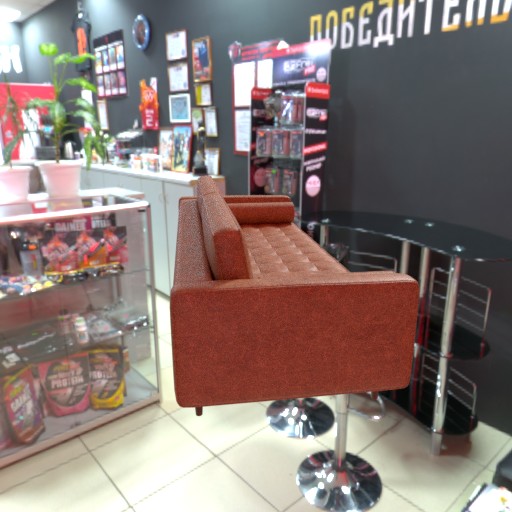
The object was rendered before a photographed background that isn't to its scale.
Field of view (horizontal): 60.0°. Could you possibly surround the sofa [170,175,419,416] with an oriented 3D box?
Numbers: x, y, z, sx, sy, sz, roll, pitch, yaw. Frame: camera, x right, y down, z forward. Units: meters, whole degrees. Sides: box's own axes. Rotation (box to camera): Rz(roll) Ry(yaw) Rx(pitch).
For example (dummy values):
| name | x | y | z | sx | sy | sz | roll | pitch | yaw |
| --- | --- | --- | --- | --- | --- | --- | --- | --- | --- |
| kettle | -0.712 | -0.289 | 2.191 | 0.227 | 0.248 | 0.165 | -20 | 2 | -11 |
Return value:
| name | x | y | z | sx | sy | sz | roll | pitch | yaw |
| --- | --- | --- | --- | --- | --- | --- | --- | --- | --- |
| sofa | 0.000 | 0.000 | 2.612 | 0.919 | 0.770 | 2.200 | -2 | 16 | -8 |
